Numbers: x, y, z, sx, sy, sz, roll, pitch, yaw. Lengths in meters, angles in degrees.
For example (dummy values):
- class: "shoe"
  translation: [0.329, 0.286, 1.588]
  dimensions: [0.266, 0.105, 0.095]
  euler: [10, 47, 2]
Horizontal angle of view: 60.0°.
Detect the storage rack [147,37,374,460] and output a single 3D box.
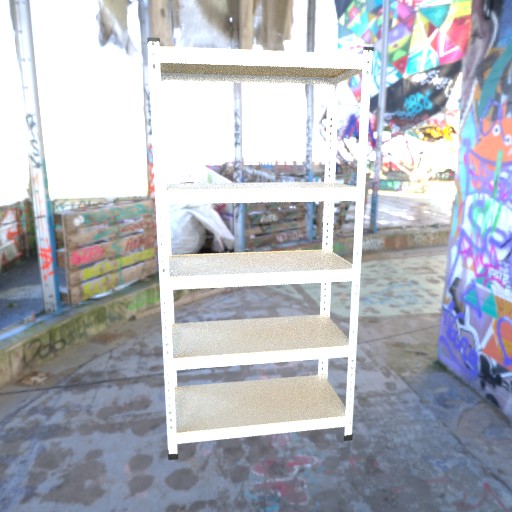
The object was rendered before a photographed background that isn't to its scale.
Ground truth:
- class: "storage rack"
  translation: [0.000, 0.000, 2.169]
  dimensions: [0.914, 1.829, 0.457]
  euler: [-2, 13, -9]
